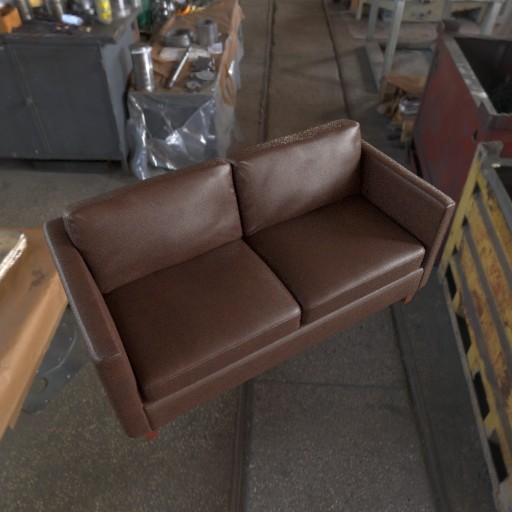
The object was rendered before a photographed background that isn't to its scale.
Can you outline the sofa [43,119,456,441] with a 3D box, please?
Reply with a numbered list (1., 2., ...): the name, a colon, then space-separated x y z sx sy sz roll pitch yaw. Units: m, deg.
1. sofa: 0.000 0.000 2.391 1.883 0.933 0.951 -22 48 -22
